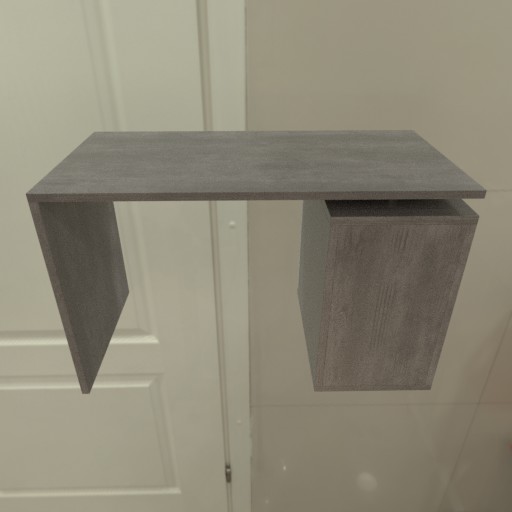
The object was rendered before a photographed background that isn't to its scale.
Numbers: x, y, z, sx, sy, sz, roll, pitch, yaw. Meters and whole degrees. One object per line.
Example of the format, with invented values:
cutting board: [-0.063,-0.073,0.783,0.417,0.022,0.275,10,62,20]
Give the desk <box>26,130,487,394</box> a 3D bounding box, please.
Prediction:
desk: [0.000,0.000,1.598,1.200,0.740,0.600,-1,31,-1]
